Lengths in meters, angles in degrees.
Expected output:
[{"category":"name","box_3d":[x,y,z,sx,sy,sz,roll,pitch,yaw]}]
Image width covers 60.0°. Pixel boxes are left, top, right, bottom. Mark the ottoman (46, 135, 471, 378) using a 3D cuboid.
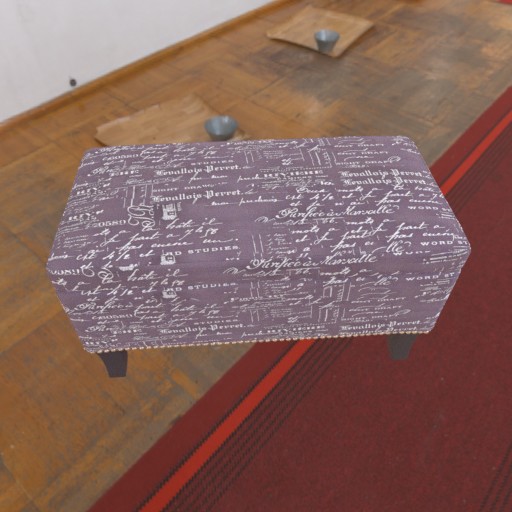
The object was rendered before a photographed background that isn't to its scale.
[{"category":"ottoman","box_3d":[0.000,0.000,1.094,0.813,0.457,0.406,-3,47,-3]}]
